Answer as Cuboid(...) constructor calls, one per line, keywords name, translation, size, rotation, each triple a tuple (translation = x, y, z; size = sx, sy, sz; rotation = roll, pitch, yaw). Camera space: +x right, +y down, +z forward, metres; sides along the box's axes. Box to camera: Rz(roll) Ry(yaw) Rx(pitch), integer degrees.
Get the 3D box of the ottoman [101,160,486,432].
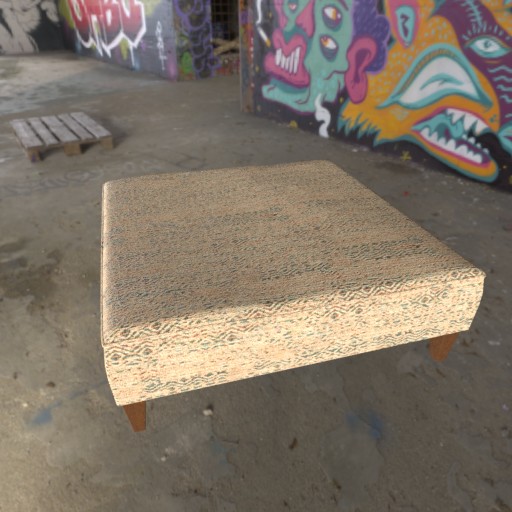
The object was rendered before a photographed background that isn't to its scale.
Cuboid(name="ottoman", translation=(0.000, 0.000, 1.512), size=(0.968, 0.356, 1.004), rotation=(-8, 31, -14))
